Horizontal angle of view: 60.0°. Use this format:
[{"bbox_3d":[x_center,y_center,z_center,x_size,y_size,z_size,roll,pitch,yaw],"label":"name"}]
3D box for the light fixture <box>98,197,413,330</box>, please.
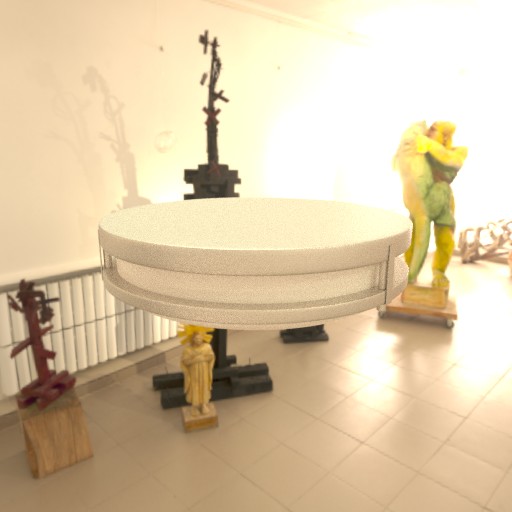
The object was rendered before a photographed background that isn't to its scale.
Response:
[{"bbox_3d":[0.000,0.000,0.540,0.356,0.102,0.356,0,14,0],"label":"light fixture"}]
